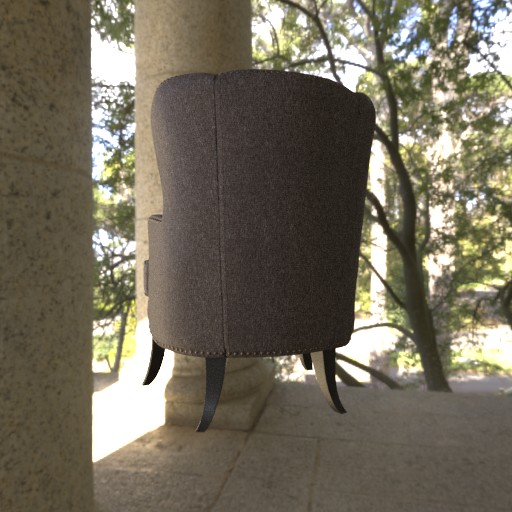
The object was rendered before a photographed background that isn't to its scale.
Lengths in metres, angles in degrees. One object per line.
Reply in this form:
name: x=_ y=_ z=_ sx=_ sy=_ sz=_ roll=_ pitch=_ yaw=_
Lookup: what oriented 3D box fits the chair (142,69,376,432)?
chair: x=0.000 y=0.000 z=1.599 sx=0.759 sy=1.060 sz=0.758 roll=0 pitch=1 yaw=-18
